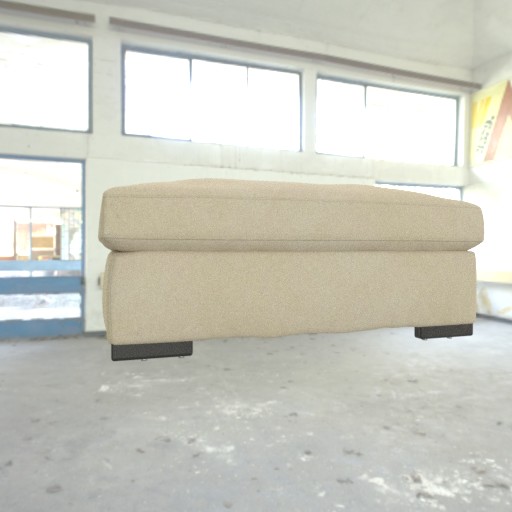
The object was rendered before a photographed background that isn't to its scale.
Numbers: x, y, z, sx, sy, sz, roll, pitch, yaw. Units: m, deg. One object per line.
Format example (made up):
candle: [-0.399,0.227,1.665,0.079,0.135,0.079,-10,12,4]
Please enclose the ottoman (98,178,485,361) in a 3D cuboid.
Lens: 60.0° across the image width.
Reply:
ottoman: [0.000,0.000,1.808,1.190,0.522,1.205,0,0,-18]
